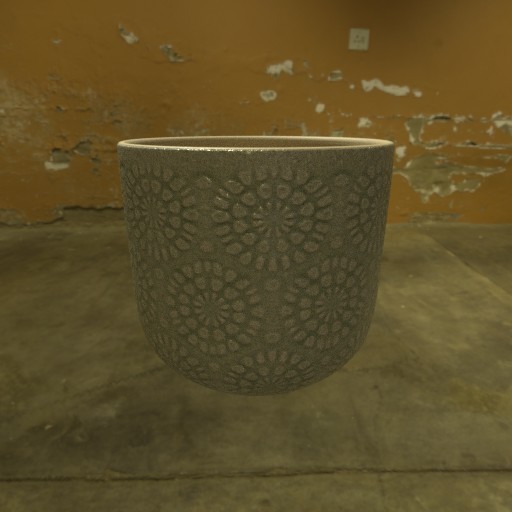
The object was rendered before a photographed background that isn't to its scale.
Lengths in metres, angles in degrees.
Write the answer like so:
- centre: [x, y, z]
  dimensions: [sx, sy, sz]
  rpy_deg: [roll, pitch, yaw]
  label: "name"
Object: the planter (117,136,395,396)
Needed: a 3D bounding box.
- centre: [0.000, 0.000, 0.303]
  dimensions: [0.169, 0.153, 0.169]
  rpy_deg: [0, 17, 0]
  label: "planter"
